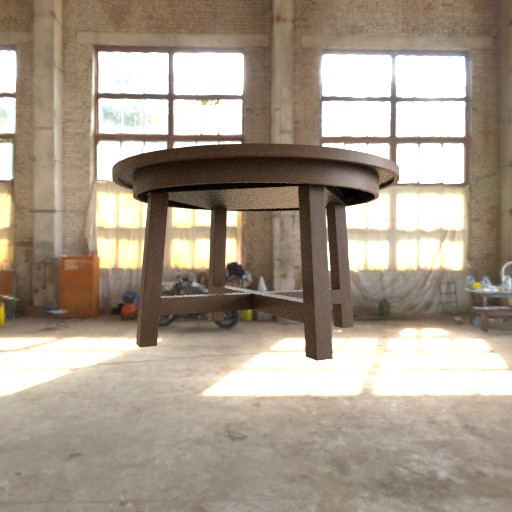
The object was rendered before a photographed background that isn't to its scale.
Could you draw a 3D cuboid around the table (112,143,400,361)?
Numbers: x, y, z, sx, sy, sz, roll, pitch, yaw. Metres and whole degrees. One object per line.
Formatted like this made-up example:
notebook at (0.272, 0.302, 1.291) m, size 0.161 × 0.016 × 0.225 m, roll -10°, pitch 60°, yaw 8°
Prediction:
table at (0.000, 0.000, 2.138) m, size 1.319 × 0.762 × 1.319 m, roll 0°, pitch 0°, yaw 0°
